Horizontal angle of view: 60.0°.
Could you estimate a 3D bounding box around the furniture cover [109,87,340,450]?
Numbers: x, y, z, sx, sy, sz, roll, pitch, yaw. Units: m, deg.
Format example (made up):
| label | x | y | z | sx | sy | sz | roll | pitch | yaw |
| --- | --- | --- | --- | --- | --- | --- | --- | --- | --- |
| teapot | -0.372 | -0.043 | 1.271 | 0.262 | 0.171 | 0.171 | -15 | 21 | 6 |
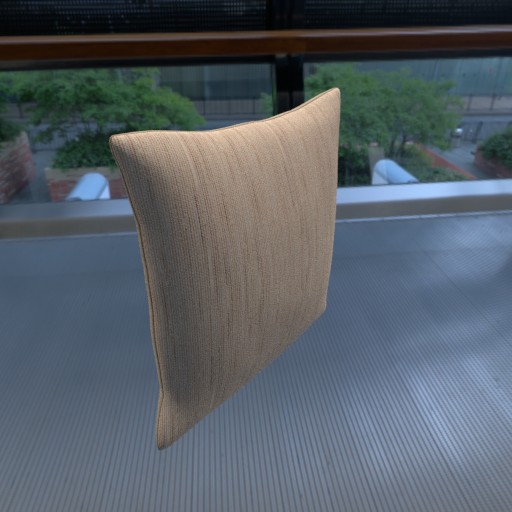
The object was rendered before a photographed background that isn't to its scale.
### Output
| label | x | y | z | sx | sy | sz | roll | pitch | yaw |
| --- | --- | --- | --- | --- | --- | --- | --- | --- | --- |
| furniture cover | 0.000 | 0.000 | 0.776 | 0.178 | 0.506 | 0.512 | 21 | 35 | 34 |
